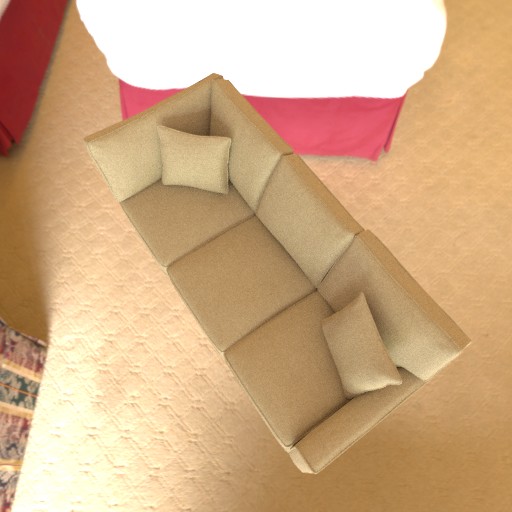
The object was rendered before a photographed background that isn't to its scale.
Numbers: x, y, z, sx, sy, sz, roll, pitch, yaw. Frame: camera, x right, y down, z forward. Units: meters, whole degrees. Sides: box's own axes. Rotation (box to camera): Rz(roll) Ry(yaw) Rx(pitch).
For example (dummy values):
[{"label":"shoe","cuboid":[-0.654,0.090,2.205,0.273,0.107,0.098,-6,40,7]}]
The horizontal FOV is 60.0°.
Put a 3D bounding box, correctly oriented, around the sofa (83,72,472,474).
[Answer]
[{"label":"sofa","cuboid":[0.000,0.000,2.749,1.061,0.962,2.317,-32,68,-14]}]
